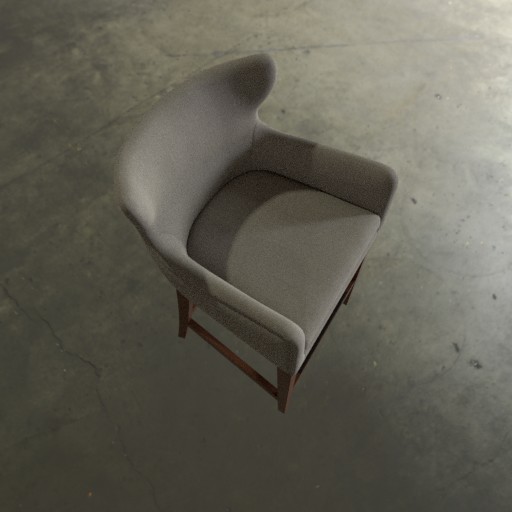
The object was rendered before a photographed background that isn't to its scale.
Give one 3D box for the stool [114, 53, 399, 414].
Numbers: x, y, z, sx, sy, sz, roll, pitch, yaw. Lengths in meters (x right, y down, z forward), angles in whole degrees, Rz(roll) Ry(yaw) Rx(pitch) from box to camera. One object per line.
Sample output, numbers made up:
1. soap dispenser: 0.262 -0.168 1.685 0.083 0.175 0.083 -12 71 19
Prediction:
1. stool: 0.000 0.000 1.353 0.575 0.951 0.575 28 64 16
